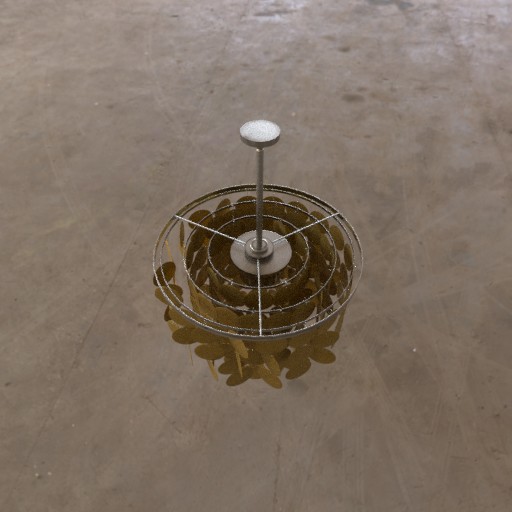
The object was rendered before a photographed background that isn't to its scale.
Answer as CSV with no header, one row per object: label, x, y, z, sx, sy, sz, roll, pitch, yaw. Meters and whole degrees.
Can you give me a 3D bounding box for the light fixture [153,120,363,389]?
light fixture,0.000,0.000,0.770,0.368,0.492,0.368,0,47,0
